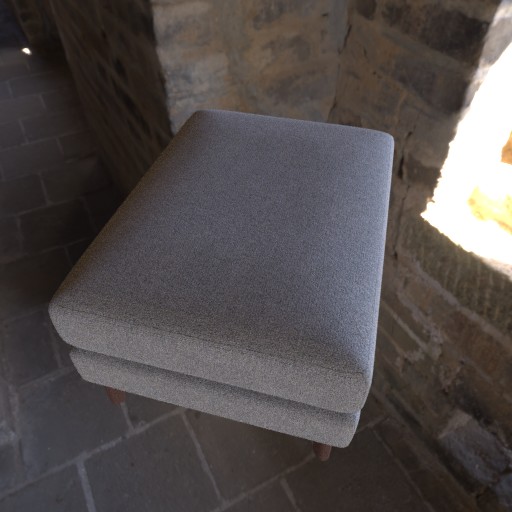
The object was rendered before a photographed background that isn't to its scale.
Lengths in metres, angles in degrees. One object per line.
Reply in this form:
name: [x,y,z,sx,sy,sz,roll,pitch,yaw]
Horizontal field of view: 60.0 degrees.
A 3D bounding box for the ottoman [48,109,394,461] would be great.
ottoman: [0.000,0.000,1.161,0.611,0.441,0.821,11,46,11]
